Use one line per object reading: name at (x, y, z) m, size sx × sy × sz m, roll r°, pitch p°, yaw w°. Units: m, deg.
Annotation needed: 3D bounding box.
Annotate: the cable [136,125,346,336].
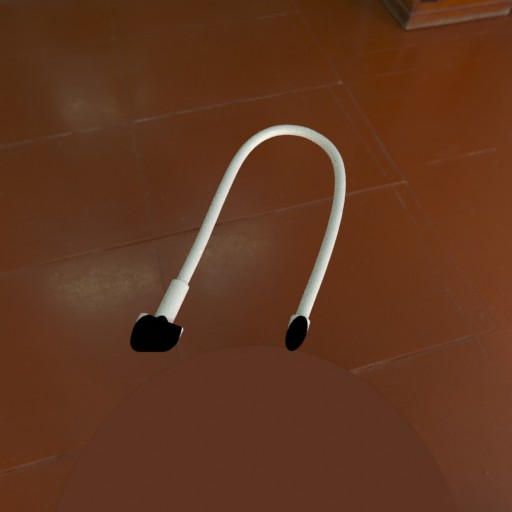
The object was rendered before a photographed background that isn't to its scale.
cable at (0.000, 0.000, 0.111) m, size 0.041 × 0.005 × 0.098 m, roll 15°, pitch 58°, yaw 10°
